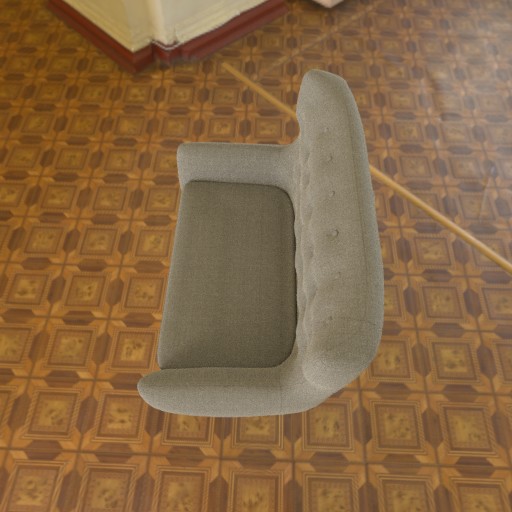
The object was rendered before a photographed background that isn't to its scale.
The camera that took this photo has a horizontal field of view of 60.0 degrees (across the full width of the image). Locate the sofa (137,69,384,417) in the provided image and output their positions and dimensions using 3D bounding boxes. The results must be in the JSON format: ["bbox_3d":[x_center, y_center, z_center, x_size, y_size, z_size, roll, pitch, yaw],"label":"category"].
[{"bbox_3d":[0.000,0.000,2.036,0.884,1.028,1.386,1,58,1],"label":"sofa"}]
